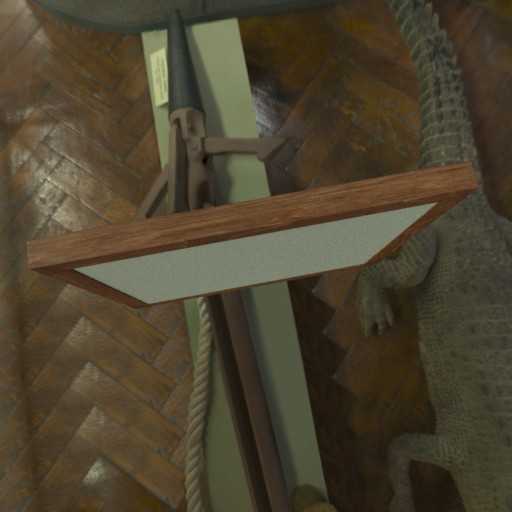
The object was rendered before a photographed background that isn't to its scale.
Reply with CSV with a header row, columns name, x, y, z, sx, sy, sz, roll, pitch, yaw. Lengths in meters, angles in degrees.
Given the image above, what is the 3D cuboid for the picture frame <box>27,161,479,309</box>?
name,x,y,z,sx,sy,sz,roll,pitch,yaw
picture frame,0.000,0.000,0.532,0.381,0.330,0.025,-10,78,-2
